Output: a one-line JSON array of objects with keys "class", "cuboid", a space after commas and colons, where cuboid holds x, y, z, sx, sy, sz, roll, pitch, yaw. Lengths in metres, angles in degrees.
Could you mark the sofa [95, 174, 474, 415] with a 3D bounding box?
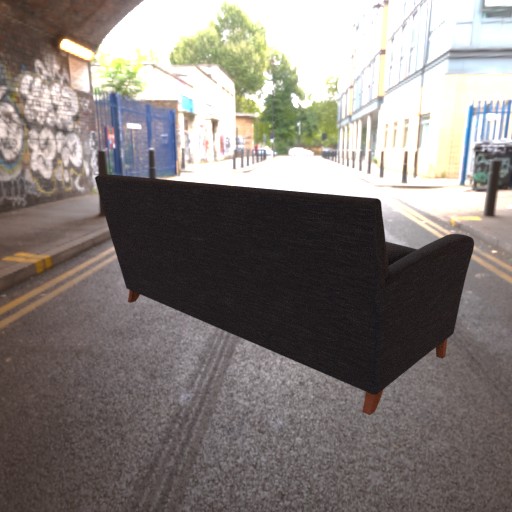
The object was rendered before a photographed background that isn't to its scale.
[{"class": "sofa", "cuboid": [0.000, 0.000, 2.442, 1.976, 0.846, 0.875, 13, 19, 43]}]
